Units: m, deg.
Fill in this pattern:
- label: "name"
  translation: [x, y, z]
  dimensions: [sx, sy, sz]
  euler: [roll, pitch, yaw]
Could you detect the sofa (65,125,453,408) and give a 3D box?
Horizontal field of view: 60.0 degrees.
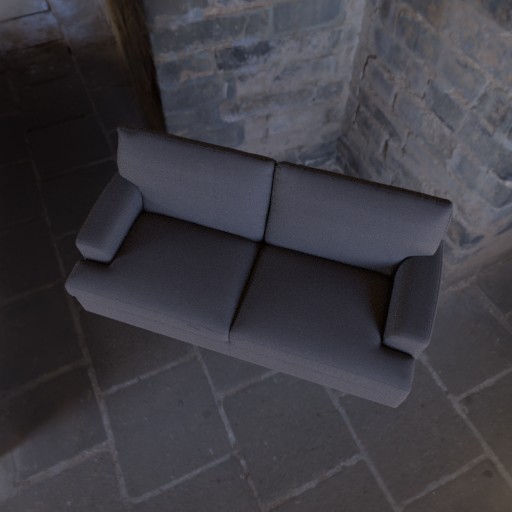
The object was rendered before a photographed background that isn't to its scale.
- label: "sofa"
  translation: [0.000, 0.000, 2.869]
  dimensions: [2.271, 0.950, 1.140]
  euler: [15, 59, 10]
